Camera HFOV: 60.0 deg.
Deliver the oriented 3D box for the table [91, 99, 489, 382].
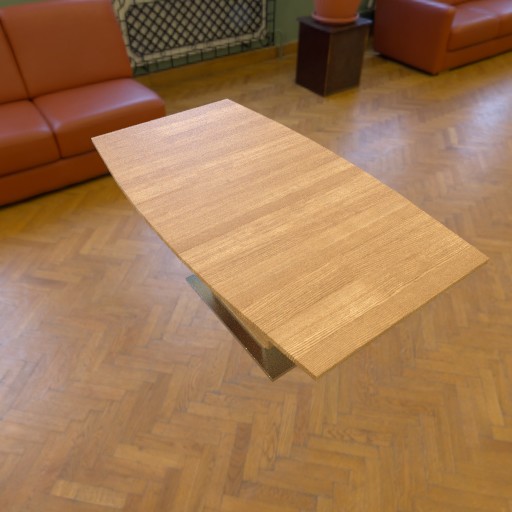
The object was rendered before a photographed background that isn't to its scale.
[{"bbox_3d":[0.000,0.000,2.044,0.900,0.748,1.598,-26,48,-26],"label":"table"}]
